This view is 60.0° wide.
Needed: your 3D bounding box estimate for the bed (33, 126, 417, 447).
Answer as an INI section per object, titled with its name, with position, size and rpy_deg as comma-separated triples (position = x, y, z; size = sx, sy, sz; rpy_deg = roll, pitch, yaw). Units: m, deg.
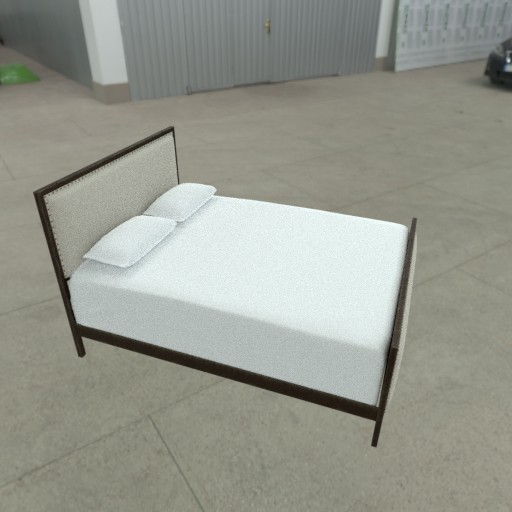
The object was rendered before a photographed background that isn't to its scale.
[bed]
position = 0.000, 0.000, 3.269
size = 2.221, 1.313, 1.607
rpy_deg = 11, 32, 18
